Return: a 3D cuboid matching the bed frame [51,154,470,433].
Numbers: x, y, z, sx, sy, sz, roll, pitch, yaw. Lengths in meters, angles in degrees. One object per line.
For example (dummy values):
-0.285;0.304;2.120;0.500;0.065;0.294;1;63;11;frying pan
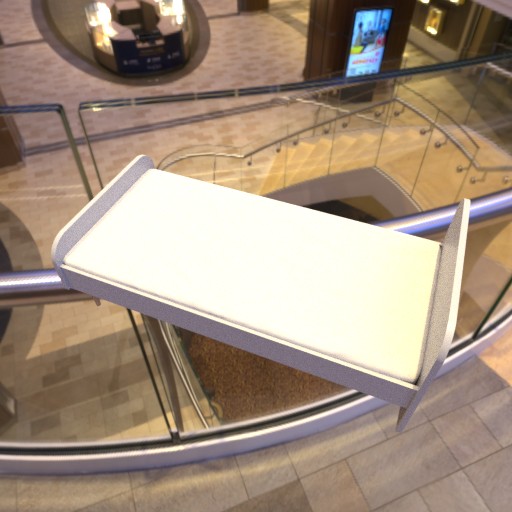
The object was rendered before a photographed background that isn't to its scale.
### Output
0.000;0.000;2.479;1.963;0.805;0.998;17;49;15;bed frame
